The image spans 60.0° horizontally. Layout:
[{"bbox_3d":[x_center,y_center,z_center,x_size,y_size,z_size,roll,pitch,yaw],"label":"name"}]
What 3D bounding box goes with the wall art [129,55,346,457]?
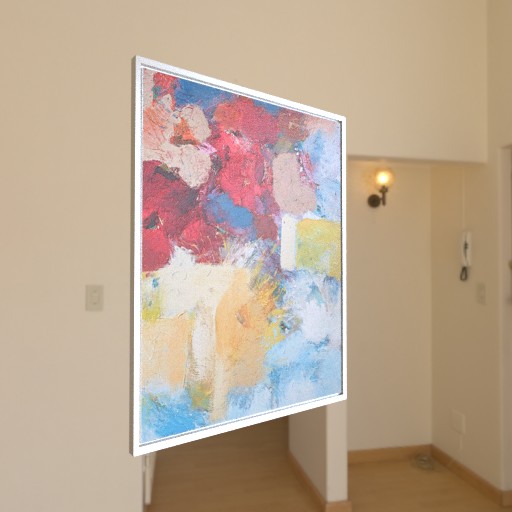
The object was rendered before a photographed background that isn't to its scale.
[{"bbox_3d":[0.000,0.000,1.412,0.816,1.046,0.030,1,-1,-37],"label":"wall art"}]
